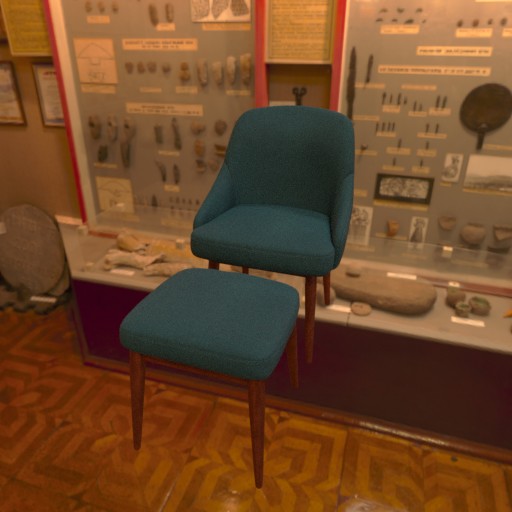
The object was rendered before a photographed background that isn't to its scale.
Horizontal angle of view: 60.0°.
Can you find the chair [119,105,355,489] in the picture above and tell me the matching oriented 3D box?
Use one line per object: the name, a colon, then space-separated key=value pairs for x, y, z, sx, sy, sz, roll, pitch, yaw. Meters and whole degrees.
chair: x=0.000 y=0.000 z=1.566 sx=0.584 sy=0.866 sz=1.114 roll=9 pitch=28 yaw=17
